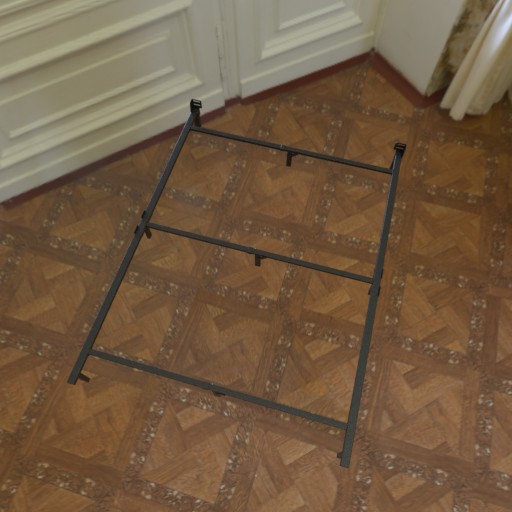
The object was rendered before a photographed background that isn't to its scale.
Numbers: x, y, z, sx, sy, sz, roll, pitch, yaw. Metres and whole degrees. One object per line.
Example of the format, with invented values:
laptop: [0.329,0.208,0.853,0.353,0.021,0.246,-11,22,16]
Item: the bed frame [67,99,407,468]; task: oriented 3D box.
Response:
bed frame: [0.000,0.000,2.681,1.498,0.248,1.990,14,65,7]
